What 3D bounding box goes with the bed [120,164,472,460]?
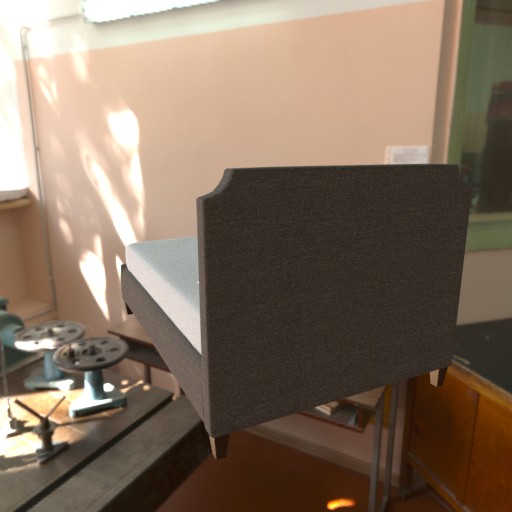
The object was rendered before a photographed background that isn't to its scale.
[{"bbox_3d":[0.000,0.000,3.449,1.713,1.457,2.381,-7,15,-26],"label":"bed"}]
